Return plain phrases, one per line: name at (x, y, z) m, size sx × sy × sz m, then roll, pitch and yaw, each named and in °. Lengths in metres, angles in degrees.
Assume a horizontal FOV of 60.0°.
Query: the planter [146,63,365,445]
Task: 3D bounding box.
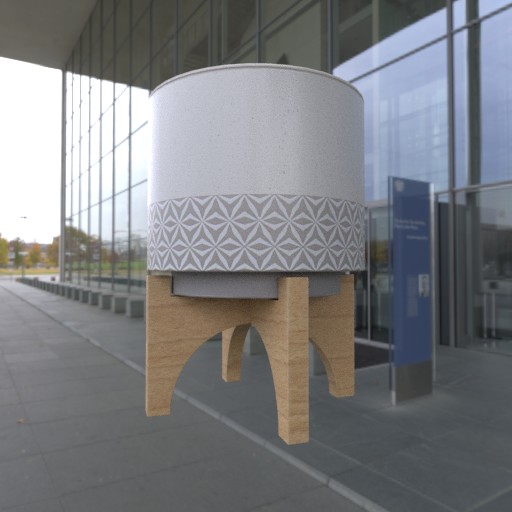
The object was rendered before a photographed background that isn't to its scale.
planter at (0.000, 0.000, 0.520) m, size 0.249 × 0.343 × 0.249 m, roll 0°, pitch -1°, yaw 0°
